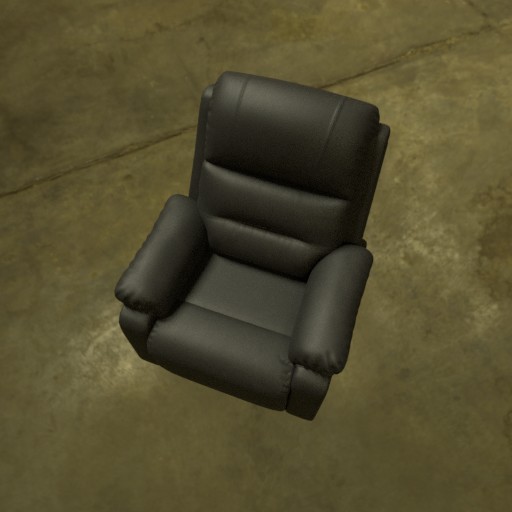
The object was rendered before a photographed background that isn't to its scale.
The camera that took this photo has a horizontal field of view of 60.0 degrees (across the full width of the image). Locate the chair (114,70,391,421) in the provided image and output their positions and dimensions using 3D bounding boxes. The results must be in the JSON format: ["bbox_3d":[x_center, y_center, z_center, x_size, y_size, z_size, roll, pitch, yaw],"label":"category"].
[{"bbox_3d":[0.000,0.000,1.705,0.855,0.992,0.919,17,60,10],"label":"chair"}]
